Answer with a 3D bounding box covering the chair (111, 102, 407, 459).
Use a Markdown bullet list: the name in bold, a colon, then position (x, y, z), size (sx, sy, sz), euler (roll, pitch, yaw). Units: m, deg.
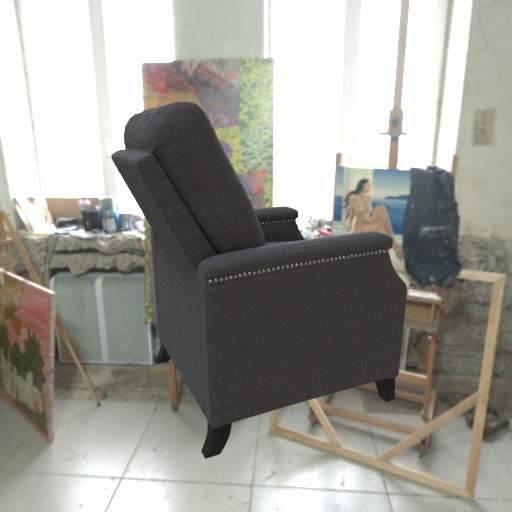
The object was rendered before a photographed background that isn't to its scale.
- **chair**: position (0.000, 0.000, 1.659), size (0.922, 1.049, 0.710), euler (-7, 17, -24)
